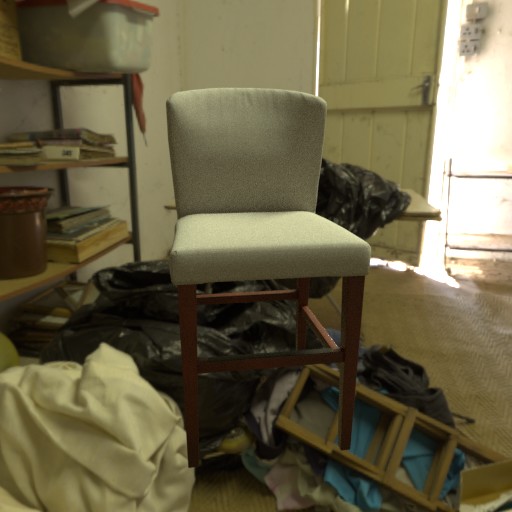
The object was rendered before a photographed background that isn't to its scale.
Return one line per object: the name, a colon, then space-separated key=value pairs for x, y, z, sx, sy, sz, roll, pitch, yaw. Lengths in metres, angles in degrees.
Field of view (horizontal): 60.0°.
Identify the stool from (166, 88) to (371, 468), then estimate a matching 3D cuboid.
stool: x=0.000 y=0.000 z=1.284 sx=0.479 sy=0.968 sz=0.568 roll=-2 pitch=15 yaw=-9
